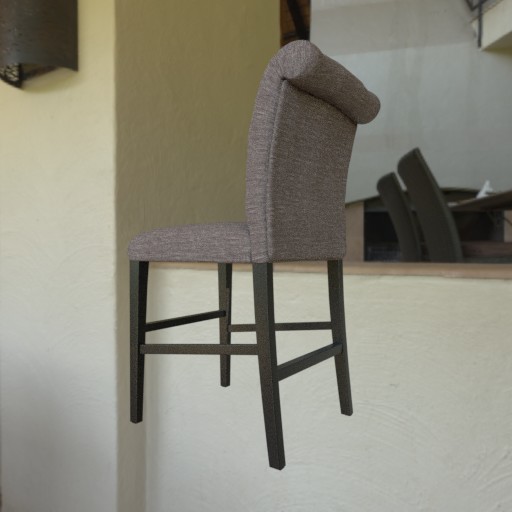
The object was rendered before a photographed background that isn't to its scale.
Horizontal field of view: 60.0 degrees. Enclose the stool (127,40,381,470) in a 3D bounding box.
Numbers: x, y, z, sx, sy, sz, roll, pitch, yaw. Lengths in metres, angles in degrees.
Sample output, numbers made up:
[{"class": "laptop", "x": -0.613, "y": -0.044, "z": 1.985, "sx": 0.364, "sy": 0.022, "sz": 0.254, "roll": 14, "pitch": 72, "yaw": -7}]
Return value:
[{"class": "stool", "x": 0.000, "y": 0.000, "z": 1.296, "sx": 0.611, "sy": 0.970, "sz": 0.457, "roll": 1, "pitch": 1, "yaw": 35}]
